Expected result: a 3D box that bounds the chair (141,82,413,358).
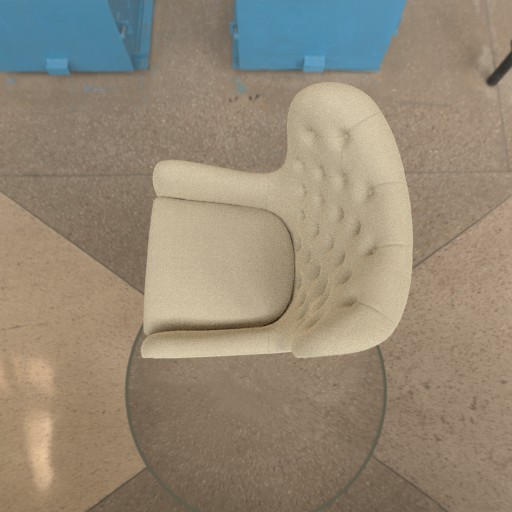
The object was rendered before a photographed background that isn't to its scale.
[{"bbox_3d":[0.000,0.000,1.759,0.929,1.079,0.831,0,74,0],"label":"chair"}]
